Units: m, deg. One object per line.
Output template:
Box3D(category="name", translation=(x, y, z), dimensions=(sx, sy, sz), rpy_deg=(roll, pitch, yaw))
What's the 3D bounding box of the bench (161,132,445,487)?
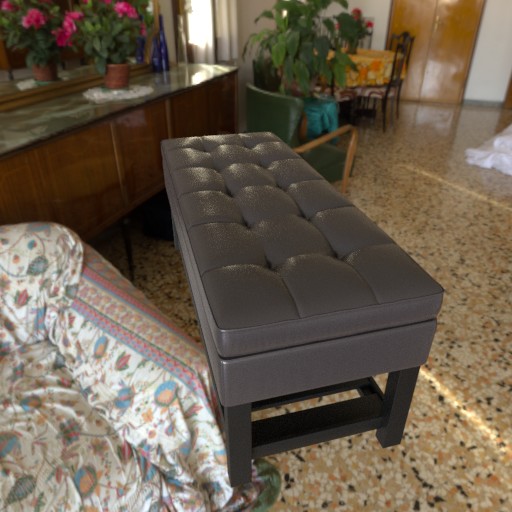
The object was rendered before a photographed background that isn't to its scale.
Box3D(category="bench", translation=(0.000, 0.000, 1.312), dimensions=(0.432, 0.460, 1.105), rpy_deg=(-8, 32, -13))
